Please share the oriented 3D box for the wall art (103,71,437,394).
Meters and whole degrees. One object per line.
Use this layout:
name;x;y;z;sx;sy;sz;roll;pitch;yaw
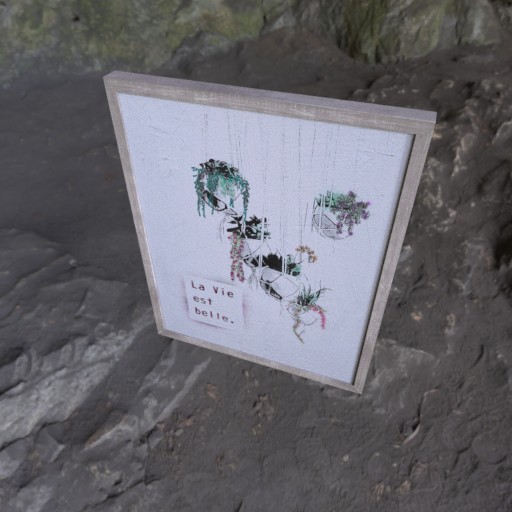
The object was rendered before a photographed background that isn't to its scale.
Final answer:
wall art;0.000;0.000;0.710;0.421;0.521;0.032;13;42;15
